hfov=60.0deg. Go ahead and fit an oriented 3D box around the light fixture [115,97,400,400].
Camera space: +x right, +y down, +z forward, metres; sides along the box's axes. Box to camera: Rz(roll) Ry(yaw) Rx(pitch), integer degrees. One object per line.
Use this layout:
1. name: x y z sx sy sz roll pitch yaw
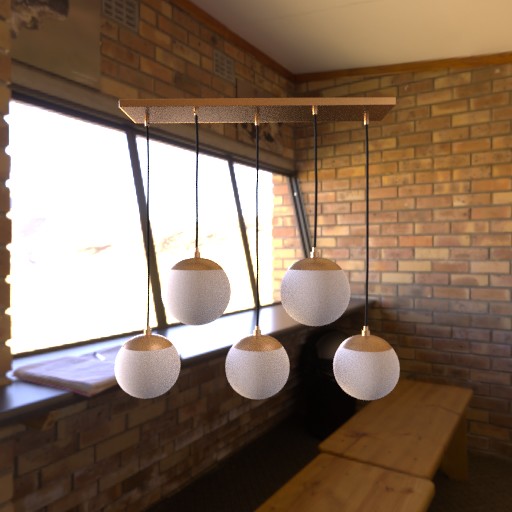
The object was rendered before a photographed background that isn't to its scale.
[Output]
1. light fixture: 0.000 0.000 1.302 0.863 0.869 0.299 0 1 1
